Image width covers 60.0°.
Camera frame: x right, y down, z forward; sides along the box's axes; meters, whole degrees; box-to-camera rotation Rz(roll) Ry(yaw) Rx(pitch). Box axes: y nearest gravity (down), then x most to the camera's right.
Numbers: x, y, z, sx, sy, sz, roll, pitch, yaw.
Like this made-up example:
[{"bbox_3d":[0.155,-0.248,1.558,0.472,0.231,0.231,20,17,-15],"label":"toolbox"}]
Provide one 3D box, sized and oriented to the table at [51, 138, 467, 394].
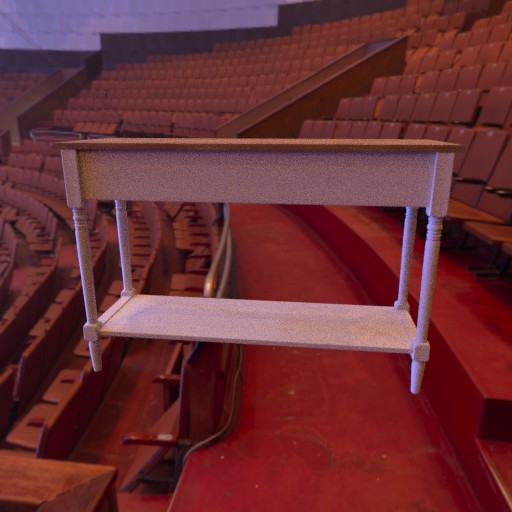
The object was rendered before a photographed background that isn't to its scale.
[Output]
[{"bbox_3d":[0.000,0.000,1.590,1.219,0.800,0.399,2,17,7],"label":"table"}]
